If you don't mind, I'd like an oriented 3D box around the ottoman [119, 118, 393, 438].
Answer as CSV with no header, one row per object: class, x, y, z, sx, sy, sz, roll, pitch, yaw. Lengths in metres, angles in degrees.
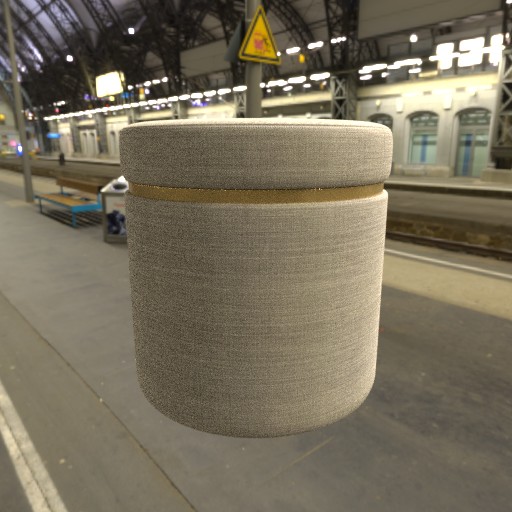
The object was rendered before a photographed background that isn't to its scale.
ottoman,0.000,0.000,0.717,0.400,0.406,0.400,0,14,0
